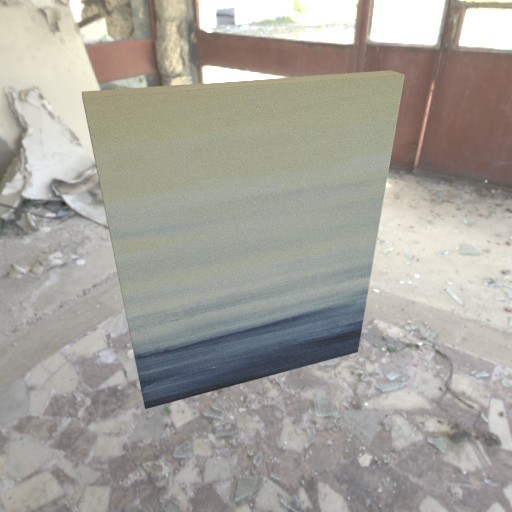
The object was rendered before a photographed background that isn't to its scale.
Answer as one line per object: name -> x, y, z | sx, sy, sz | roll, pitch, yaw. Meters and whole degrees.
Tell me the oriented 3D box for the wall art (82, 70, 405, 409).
wall art -> 0.000, 0.000, 0.819 | 0.489, 0.608, 0.040 | -11, 34, -16
